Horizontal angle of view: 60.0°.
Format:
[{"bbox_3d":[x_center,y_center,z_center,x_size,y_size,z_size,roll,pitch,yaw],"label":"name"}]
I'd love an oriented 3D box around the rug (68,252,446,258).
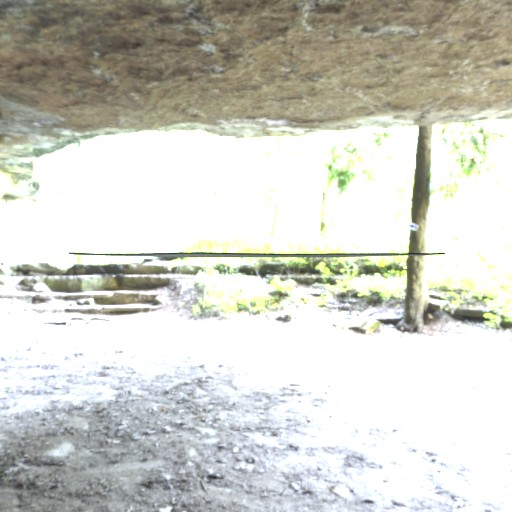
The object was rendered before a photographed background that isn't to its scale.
[{"bbox_3d":[0.000,0.000,2.330,1.209,0.011,1.830,0,0,0],"label":"rug"}]
